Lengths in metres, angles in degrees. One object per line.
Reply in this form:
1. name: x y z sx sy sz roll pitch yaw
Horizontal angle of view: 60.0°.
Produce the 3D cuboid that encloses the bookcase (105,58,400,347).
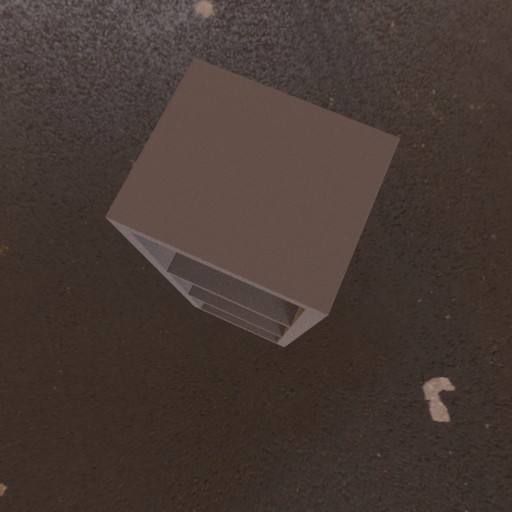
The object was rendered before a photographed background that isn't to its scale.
1. bookcase: 0.000 0.000 1.260 0.390 1.080 0.330 23 77 6
